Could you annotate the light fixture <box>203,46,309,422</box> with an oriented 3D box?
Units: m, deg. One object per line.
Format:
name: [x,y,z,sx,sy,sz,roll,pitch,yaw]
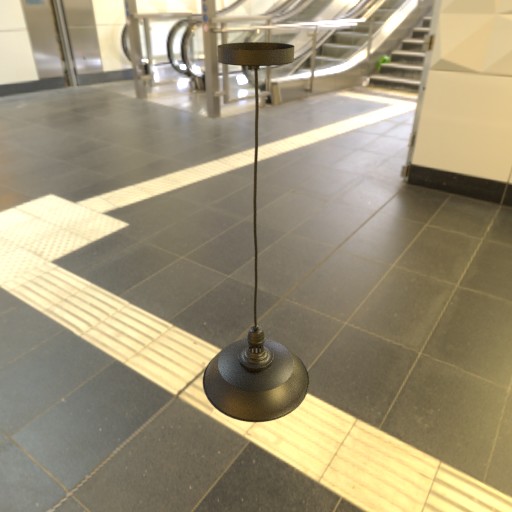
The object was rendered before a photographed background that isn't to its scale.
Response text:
light fixture: [0.000,0.000,1.155,0.331,0.993,0.331,8,32,13]
